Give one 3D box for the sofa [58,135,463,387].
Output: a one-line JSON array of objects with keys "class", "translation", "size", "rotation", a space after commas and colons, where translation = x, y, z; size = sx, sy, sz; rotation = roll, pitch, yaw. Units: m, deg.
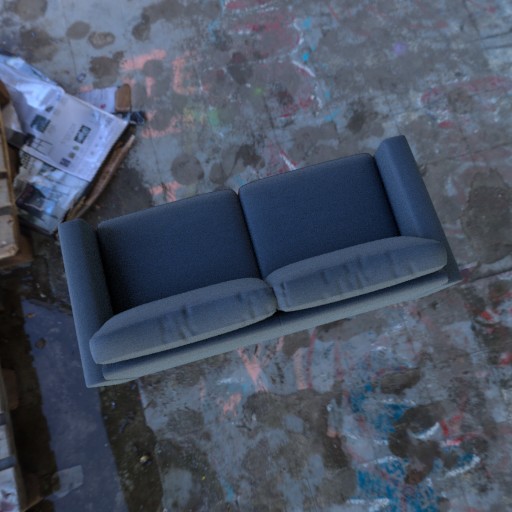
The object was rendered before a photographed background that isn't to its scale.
[{"class": "sofa", "translation": [0.000, 0.000, 2.390], "size": [1.900, 0.865, 0.877], "rotation": [-15, 76, -4]}]
